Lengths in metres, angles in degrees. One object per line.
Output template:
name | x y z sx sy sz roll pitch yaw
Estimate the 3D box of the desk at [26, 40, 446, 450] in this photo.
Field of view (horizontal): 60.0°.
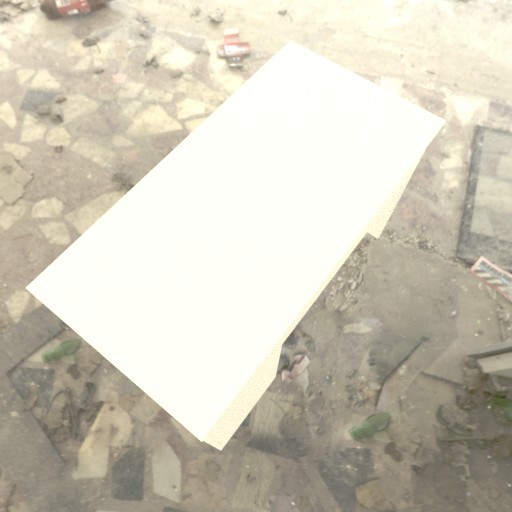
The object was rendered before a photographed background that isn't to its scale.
desk | 0.000 0.000 1.515 0.560 0.735 1.097 35 69 15
